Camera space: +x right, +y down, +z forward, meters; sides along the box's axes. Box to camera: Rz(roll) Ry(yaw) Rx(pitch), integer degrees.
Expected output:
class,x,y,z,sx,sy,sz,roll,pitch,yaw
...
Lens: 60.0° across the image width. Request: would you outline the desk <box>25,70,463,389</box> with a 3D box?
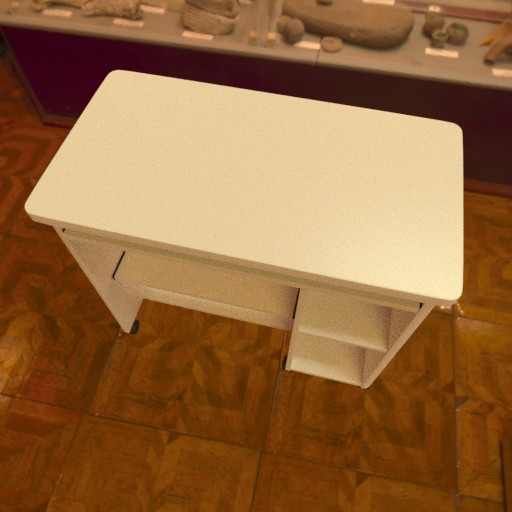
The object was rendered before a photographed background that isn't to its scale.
class,x,y,z,sx,sy,sz,roll,pitch,yaw
desk,0.000,0.000,1.289,0.877,0.763,0.475,12,59,7
